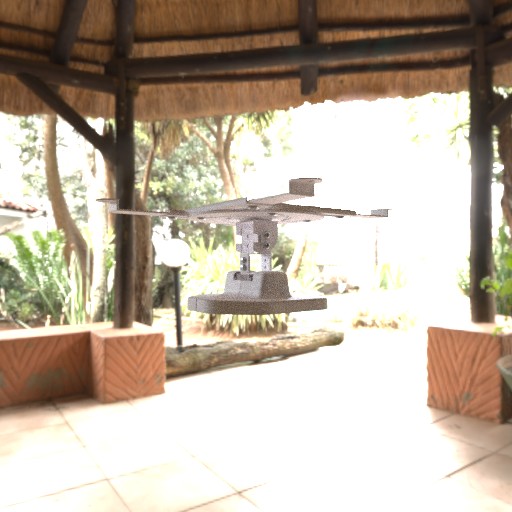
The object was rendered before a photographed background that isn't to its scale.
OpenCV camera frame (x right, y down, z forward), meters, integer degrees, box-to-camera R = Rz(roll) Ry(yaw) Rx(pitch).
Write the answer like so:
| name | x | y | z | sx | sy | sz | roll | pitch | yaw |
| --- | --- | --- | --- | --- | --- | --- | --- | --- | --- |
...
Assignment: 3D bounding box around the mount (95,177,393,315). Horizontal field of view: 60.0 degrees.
| name | x | y | z | sx | sy | sz | roll | pitch | yaw |
| --- | --- | --- | --- | --- | --- | --- | --- | --- | --- |
| mount | 0.000 | 0.000 | 0.611 | 0.394 | 0.141 | 0.394 | 0 | -1 | -35 |
